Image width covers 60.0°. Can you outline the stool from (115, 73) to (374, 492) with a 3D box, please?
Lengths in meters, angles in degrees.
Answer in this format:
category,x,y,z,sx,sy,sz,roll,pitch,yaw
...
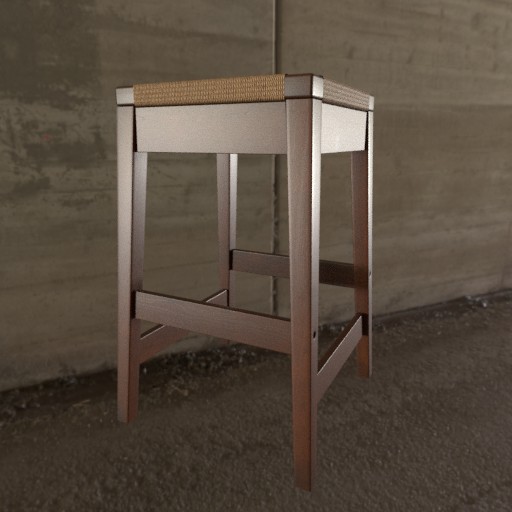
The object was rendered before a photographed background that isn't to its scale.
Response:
category,x,y,z,sx,sy,sz,roll,pitch,yaw
stool,0.000,0.000,1.084,0.497,0.762,0.507,7,17,26
